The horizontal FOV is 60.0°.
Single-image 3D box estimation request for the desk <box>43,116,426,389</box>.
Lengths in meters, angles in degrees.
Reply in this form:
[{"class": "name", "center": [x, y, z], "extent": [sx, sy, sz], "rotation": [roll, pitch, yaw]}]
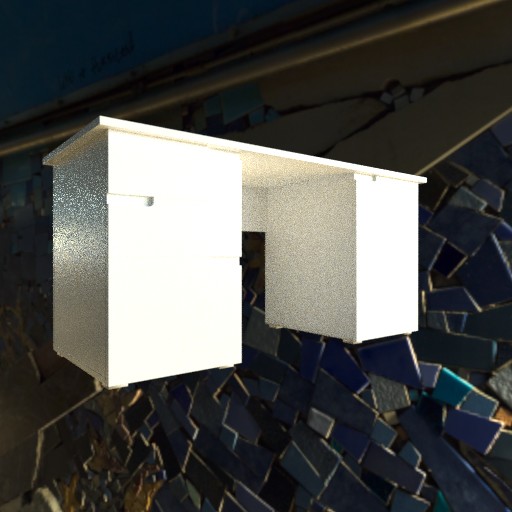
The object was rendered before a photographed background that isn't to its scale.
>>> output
[{"class": "desk", "center": [0.000, 0.000, 1.942], "extent": [1.580, 0.760, 0.670], "rotation": [0, 0, -38]}]
